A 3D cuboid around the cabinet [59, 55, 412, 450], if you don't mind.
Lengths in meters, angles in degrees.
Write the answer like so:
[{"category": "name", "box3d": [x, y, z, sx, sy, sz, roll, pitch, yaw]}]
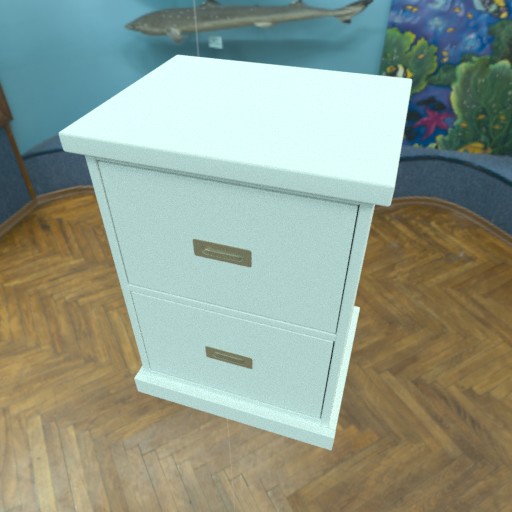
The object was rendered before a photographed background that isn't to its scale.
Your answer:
[{"category": "cabinet", "box3d": [0.000, 0.000, 1.028, 0.520, 0.723, 0.431, 12, 42, 14]}]
